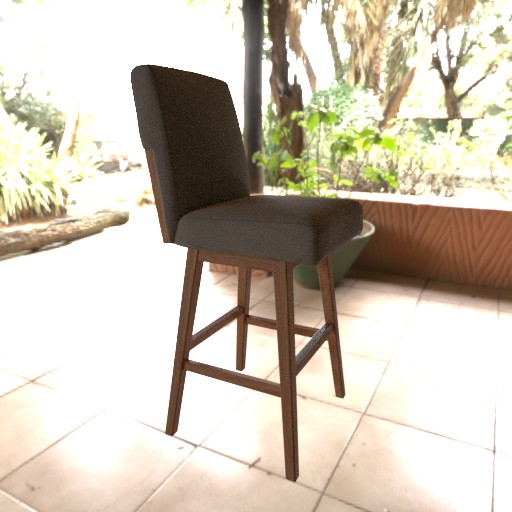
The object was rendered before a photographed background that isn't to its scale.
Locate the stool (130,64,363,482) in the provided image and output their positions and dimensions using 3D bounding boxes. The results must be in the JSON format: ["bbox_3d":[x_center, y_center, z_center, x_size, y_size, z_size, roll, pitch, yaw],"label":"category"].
[{"bbox_3d":[0.000,0.000,1.385,0.570,1.112,0.483,8,17,26],"label":"stool"}]
